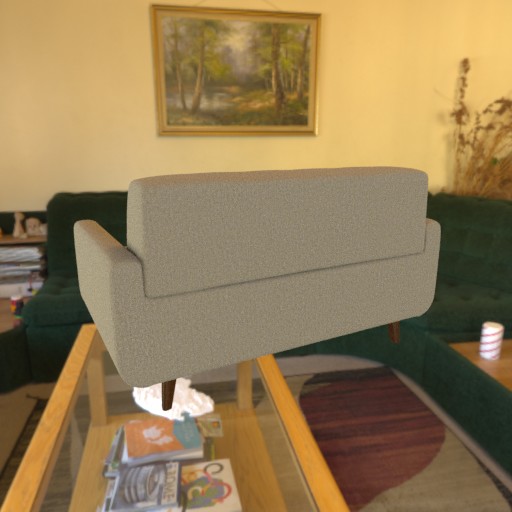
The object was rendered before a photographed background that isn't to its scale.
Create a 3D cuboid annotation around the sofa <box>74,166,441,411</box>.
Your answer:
[{"bbox_3d":[0.000,0.000,2.311,1.651,0.925,0.952,-8,17,-28],"label":"sofa"}]
